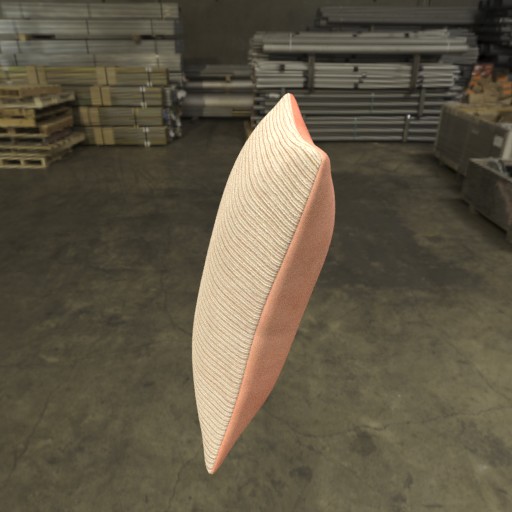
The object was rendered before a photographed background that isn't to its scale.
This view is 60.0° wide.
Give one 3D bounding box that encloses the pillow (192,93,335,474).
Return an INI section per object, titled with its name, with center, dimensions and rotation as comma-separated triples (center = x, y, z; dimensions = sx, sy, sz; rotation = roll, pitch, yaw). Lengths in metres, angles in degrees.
[pillow]
center = 0.000, 0.000, 0.647
dimensions = 0.177, 0.401, 0.424
rotation = 0, 27, 0
